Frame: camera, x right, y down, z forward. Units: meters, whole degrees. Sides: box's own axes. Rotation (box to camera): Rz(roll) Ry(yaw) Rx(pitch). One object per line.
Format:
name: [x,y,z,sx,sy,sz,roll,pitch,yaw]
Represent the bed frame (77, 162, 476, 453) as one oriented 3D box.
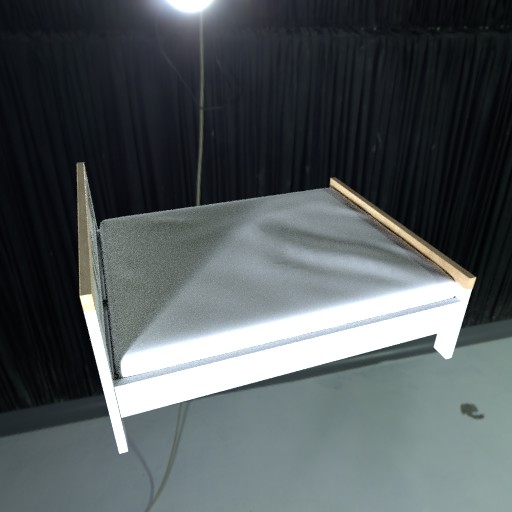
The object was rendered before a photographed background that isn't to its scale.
bed frame: [0.000,0.000,2.951,2.050,0.980,1.670,-10,32,-17]
